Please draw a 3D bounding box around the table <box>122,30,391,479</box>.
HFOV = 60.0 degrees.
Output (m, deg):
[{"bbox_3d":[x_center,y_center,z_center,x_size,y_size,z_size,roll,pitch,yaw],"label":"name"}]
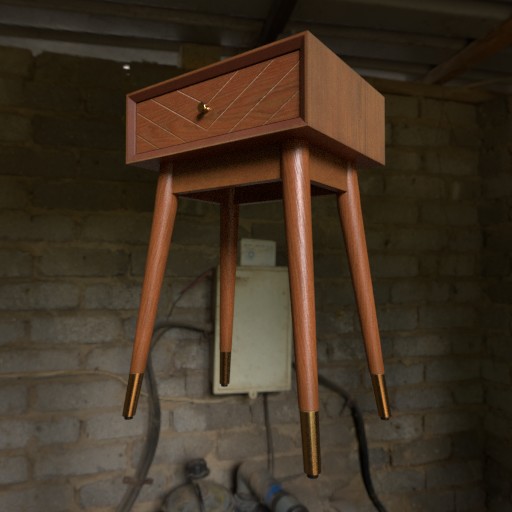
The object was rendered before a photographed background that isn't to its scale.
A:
[{"bbox_3d":[0.000,0.000,0.821,0.406,0.599,0.300,-1,-2,36],"label":"table"}]
